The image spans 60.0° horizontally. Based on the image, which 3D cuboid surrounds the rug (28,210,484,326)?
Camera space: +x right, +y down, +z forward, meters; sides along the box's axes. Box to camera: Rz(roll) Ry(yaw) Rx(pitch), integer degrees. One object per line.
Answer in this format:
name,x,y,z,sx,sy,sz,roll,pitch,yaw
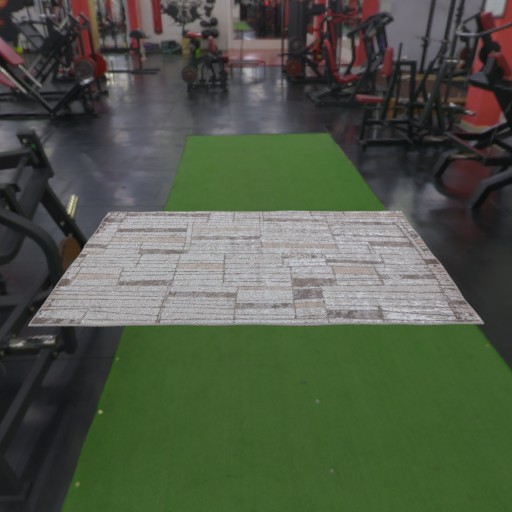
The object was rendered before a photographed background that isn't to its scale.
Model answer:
rug,0.000,0.000,3.033,2.444,0.023,1.531,0,29,0
